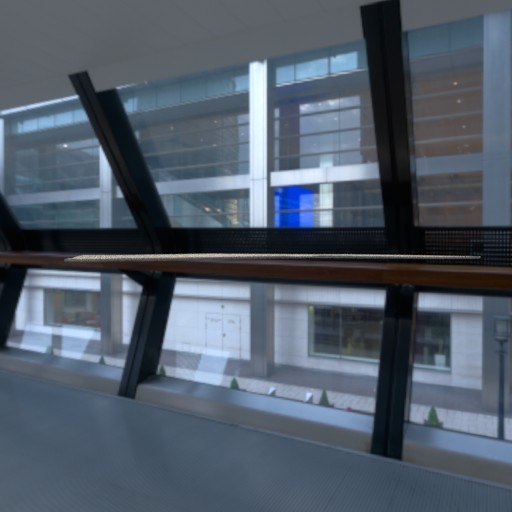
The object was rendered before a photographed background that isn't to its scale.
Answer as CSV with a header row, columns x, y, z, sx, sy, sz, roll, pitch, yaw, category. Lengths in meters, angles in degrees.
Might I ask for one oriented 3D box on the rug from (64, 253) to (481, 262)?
x,y,z,sx,sy,sz,roll,pitch,yaw,category
0.000,0.000,3.039,2.307,0.030,1.604,0,1,-18,rug
